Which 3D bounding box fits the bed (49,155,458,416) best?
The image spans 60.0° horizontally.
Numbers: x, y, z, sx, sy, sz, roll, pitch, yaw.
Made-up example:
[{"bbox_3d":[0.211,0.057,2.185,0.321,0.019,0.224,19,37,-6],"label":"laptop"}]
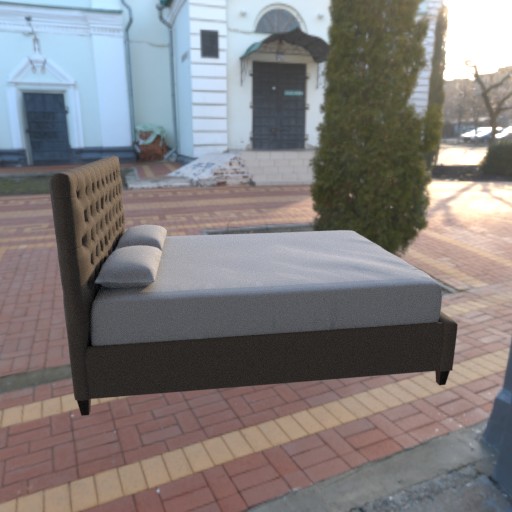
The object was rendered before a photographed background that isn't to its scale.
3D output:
[{"bbox_3d":[0.000,0.000,3.379,2.387,1.427,1.698,-2,16,-8],"label":"bed"}]
